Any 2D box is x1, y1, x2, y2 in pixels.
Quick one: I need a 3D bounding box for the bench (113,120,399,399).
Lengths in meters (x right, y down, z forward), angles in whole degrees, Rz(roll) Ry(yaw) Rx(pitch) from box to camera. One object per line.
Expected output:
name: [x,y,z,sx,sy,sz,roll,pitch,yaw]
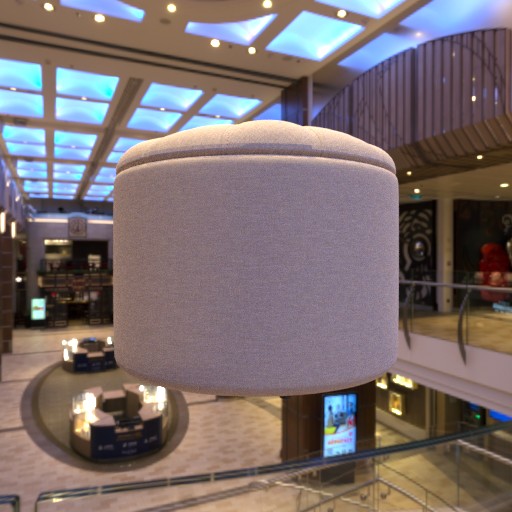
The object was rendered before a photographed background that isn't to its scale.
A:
bench: [0.000,0.000,0.979,0.600,0.454,0.600,0,0,0]
